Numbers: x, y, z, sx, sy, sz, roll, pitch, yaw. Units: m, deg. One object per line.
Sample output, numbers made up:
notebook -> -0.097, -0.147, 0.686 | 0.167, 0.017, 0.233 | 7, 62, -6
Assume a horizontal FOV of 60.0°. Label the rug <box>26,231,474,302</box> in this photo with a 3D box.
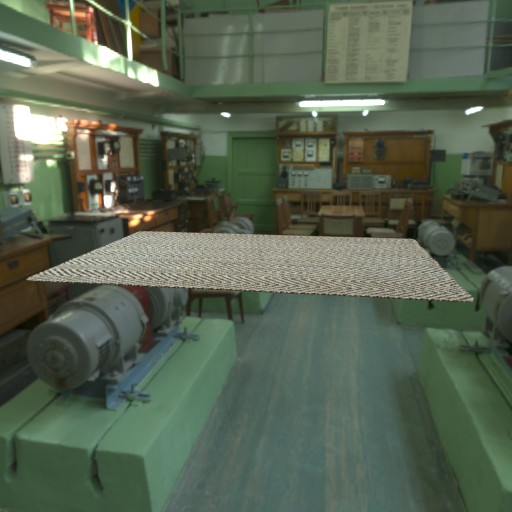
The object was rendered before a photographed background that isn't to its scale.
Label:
rug -> 0.000, 0.000, 2.345 | 1.828, 0.008, 1.219 | 2, 13, 9
